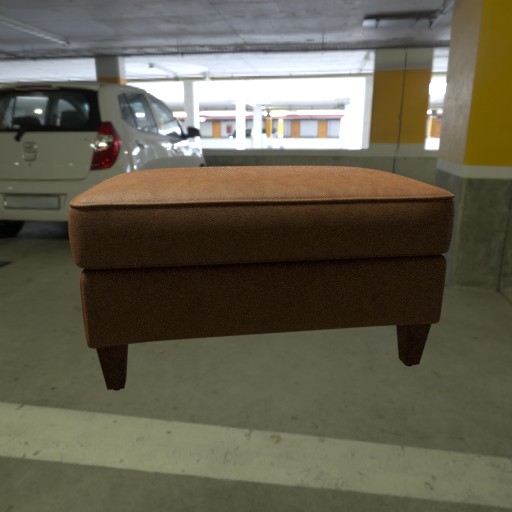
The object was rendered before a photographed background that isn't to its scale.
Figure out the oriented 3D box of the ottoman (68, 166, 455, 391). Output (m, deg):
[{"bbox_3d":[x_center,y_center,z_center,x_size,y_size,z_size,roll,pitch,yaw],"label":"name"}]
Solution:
[{"bbox_3d":[0.000,0.000,1.233,0.864,0.483,0.584,-2,16,-8],"label":"ottoman"}]
